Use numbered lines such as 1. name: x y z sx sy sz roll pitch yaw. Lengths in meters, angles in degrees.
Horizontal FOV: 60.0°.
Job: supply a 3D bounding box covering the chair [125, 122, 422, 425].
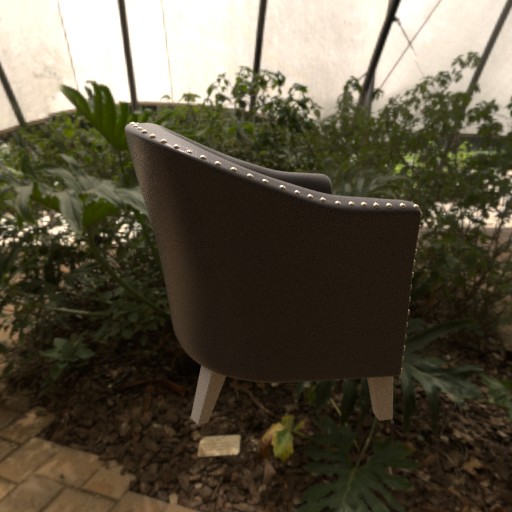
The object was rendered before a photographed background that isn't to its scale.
1. chair: 0.000 0.000 1.430 0.748 0.823 0.794 -2 16 -8
